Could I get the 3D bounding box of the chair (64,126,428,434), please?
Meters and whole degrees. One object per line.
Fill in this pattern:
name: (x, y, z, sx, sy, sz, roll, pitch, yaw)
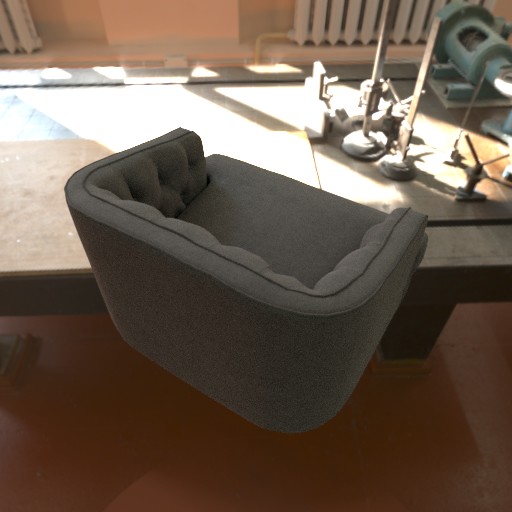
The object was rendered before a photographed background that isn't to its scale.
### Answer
chair: (0.000, 0.000, 1.730, 1.104, 0.852, 0.941, 25, 51, 22)
